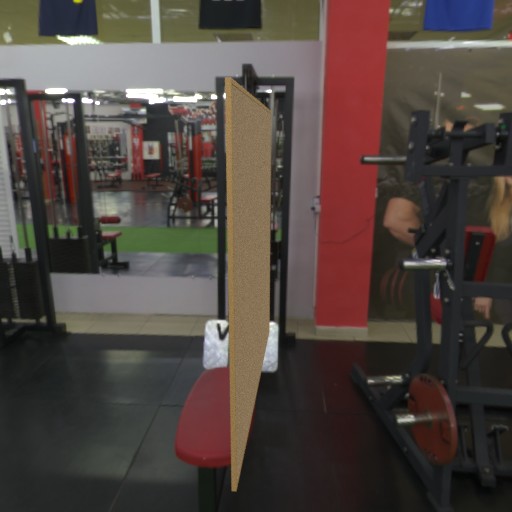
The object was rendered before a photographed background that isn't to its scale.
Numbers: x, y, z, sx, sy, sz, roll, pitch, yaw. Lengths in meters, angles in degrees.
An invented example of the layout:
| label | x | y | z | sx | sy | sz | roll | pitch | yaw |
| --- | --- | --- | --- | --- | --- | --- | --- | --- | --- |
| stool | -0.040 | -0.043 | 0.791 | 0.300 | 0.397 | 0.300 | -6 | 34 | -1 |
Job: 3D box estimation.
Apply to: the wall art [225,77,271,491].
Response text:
| label | x | y | z | sx | sy | sz | roll | pitch | yaw |
| --- | --- | --- | --- | --- | --- | --- | --- | --- | --- |
| wall art | 0.000 | 0.000 | 1.442 | 0.013 | 0.959 | 0.962 | 2 | 14 | 6 |
